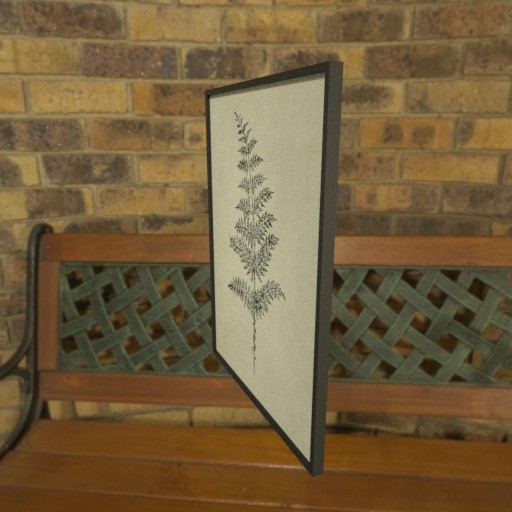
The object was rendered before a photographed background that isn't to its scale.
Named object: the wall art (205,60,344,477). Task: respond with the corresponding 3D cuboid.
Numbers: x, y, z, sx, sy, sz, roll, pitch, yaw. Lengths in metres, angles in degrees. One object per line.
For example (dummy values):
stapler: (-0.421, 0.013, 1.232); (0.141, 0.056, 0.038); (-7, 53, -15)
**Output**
wall art: (0.000, 0.000, 1.441); (0.036, 1.070, 0.802); (-7, 17, -25)
